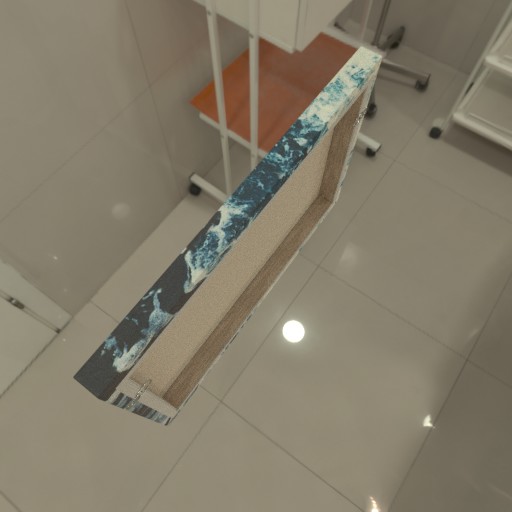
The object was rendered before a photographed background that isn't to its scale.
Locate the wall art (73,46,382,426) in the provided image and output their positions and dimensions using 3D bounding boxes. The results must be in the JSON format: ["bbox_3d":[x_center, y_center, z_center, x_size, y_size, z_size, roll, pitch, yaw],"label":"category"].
[{"bbox_3d":[0.000,0.000,0.751,0.043,0.407,0.609,33,69,14],"label":"wall art"}]
